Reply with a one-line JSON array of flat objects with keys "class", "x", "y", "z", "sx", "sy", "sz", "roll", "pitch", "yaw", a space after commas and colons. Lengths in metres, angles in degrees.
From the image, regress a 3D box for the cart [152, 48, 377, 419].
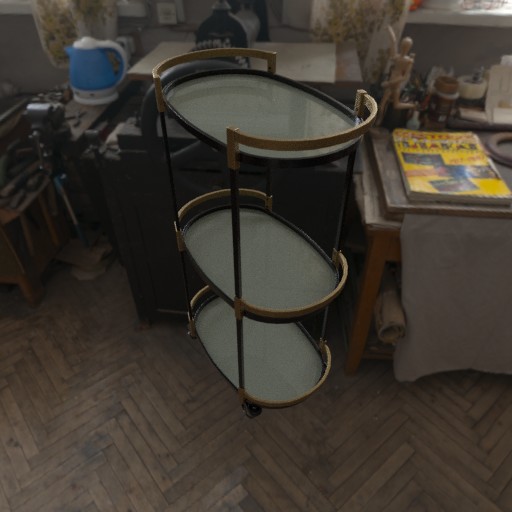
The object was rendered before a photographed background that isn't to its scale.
[{"class": "cart", "x": 0.000, "y": 0.000, "z": 1.150, "sx": 0.311, "sy": 0.885, "sz": 0.515, "roll": -24, "pitch": 46, "yaw": -25}]
